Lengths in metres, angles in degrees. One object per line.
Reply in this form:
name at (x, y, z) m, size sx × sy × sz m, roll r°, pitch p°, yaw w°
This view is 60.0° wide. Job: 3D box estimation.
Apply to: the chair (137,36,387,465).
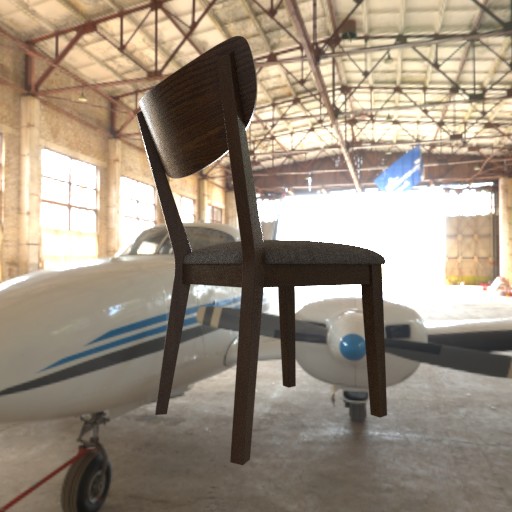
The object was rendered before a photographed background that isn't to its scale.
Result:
chair at (0.000, 0.000, 1.172) m, size 0.583 × 0.849 × 0.491 m, roll 1°, pitch -2°, yaw -37°
